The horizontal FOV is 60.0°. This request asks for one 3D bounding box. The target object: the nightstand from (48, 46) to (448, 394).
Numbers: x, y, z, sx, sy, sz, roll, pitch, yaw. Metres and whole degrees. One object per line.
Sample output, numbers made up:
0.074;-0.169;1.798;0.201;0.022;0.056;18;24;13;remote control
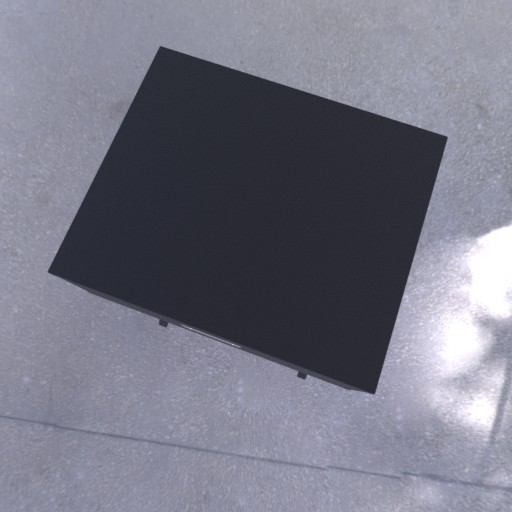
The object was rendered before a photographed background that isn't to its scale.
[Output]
0.000;0.000;0.950;0.479;0.623;0.402;19;76;5;nightstand
